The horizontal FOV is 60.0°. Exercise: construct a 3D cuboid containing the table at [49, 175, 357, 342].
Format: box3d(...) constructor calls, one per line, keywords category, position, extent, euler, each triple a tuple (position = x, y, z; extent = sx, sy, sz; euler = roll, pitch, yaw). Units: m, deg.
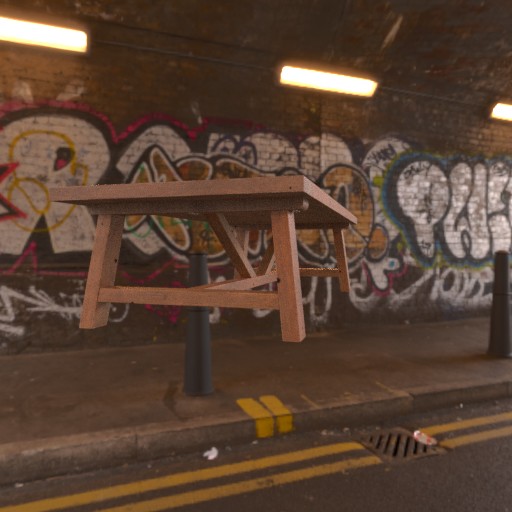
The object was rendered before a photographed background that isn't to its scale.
box3d(category="table", position=(0.000, 0.000, 2.150), extent=(0.820, 0.465, 1.800), euler=(0, 1, 17))
